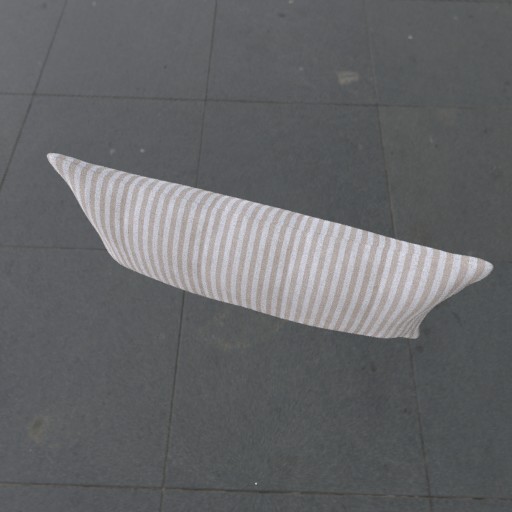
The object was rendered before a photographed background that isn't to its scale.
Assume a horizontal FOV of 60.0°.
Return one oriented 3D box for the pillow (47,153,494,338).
[{"bbox_3d":[0.000,0.000,0.716,0.617,0.295,0.151,15,64,7],"label":"pillow"}]
